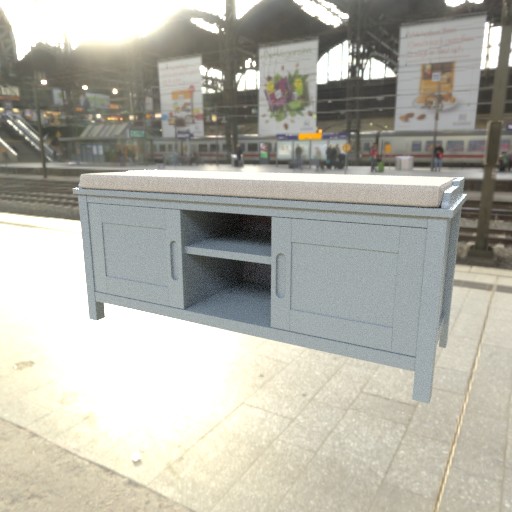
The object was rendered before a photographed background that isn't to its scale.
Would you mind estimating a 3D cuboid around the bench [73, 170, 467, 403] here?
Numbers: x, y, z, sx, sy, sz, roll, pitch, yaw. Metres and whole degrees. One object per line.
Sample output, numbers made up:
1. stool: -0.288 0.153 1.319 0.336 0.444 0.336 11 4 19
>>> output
1. bench: 0.000 0.000 1.392 1.140 0.501 0.398 7 15 28
